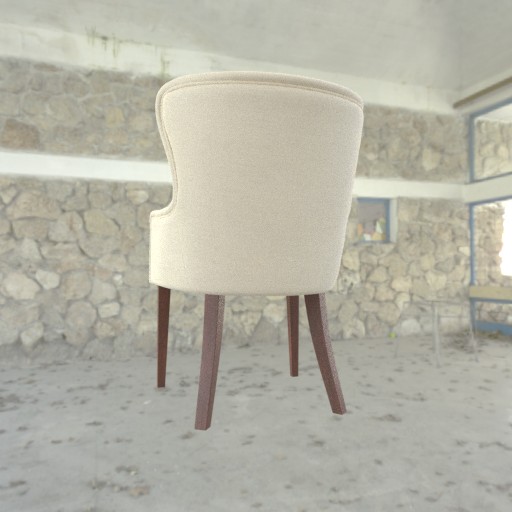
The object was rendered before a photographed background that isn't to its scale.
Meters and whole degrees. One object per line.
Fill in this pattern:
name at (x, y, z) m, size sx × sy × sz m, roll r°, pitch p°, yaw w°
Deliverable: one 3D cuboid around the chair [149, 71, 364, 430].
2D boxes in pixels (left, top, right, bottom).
chair at (0.000, 0.000, 1.507) m, size 0.696 × 0.990 × 0.744 m, roll 1°, pitch -2°, yaw -18°
